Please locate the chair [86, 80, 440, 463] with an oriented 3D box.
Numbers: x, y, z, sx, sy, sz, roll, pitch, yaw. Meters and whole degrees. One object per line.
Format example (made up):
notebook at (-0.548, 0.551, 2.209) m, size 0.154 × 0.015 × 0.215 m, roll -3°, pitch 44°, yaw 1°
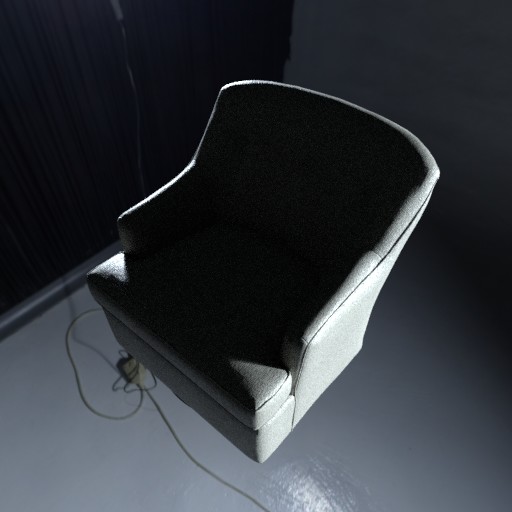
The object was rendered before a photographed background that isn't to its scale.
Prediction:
chair at (0.000, 0.000, 1.563) m, size 0.864 × 0.856 × 0.923 m, roll 31°, pitch 53°, yaw 27°
